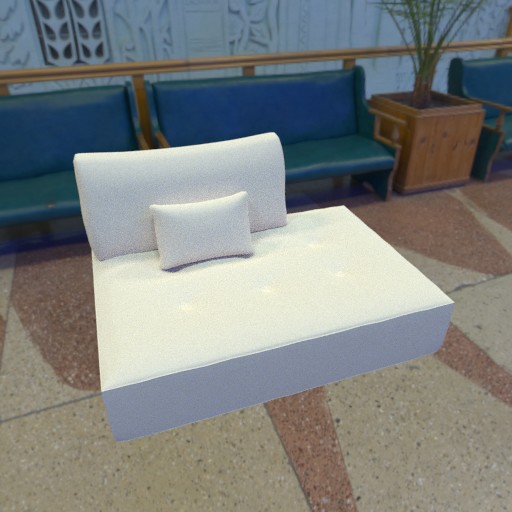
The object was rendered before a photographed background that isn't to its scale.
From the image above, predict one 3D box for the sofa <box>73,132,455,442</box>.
[{"bbox_3d":[0.000,0.000,2.027,1.450,0.820,1.000,-11,35,-16],"label":"sofa"}]
